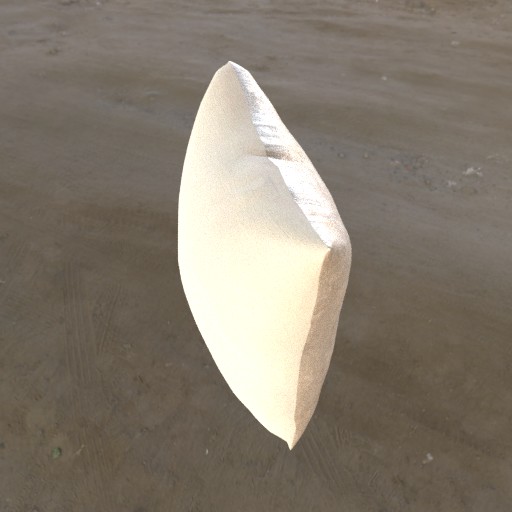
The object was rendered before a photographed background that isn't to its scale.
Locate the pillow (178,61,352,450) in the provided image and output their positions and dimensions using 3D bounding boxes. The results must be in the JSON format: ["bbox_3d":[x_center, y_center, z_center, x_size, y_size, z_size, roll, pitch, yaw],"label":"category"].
[{"bbox_3d":[0.000,0.000,0.708,0.245,0.448,0.450,-9,46,-9],"label":"pillow"}]
